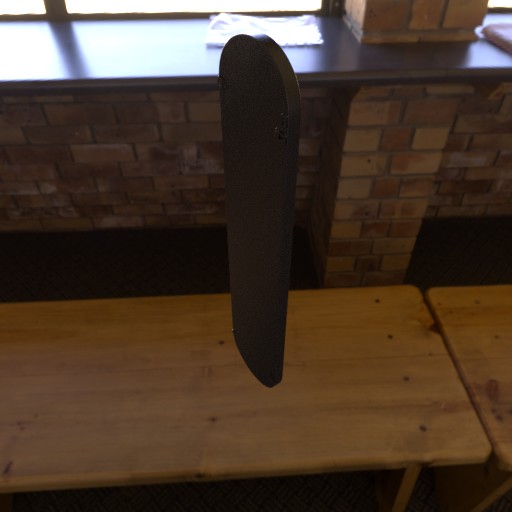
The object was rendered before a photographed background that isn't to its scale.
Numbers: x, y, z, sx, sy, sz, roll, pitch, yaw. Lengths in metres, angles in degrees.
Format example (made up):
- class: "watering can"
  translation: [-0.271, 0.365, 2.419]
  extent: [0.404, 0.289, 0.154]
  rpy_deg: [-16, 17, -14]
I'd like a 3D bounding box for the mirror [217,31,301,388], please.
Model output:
- class: "mirror"
  translation: [0.000, 0.000, 1.067]
  extent: [0.032, 0.991, 0.222]
  rpy_deg: [-25, 48, -25]
